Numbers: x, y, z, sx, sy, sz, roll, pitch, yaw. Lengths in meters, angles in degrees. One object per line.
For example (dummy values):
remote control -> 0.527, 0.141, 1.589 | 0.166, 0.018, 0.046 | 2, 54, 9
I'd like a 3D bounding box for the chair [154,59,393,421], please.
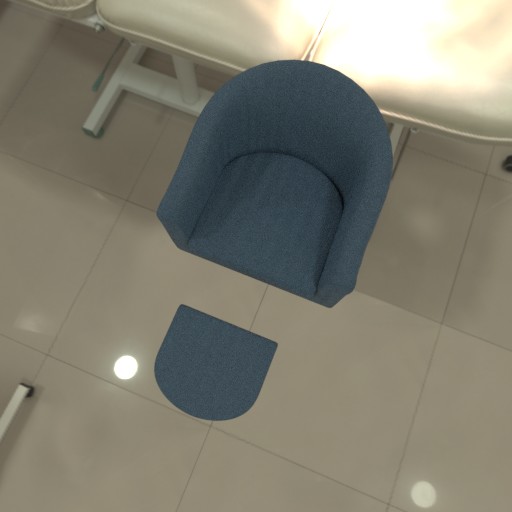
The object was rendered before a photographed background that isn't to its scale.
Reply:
chair -> 0.000, 0.000, 1.750 | 0.756, 0.757, 1.288 | 21, 76, 6
